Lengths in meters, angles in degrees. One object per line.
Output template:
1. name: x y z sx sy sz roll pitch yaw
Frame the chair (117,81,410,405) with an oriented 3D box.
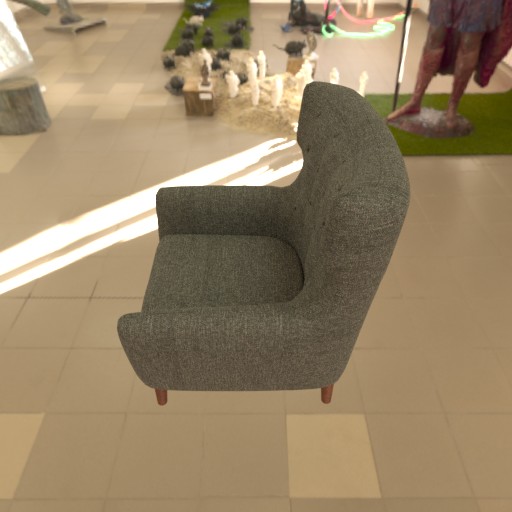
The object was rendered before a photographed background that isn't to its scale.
1. chair: 0.000 0.000 1.724 0.904 1.063 0.878 0 40 0
